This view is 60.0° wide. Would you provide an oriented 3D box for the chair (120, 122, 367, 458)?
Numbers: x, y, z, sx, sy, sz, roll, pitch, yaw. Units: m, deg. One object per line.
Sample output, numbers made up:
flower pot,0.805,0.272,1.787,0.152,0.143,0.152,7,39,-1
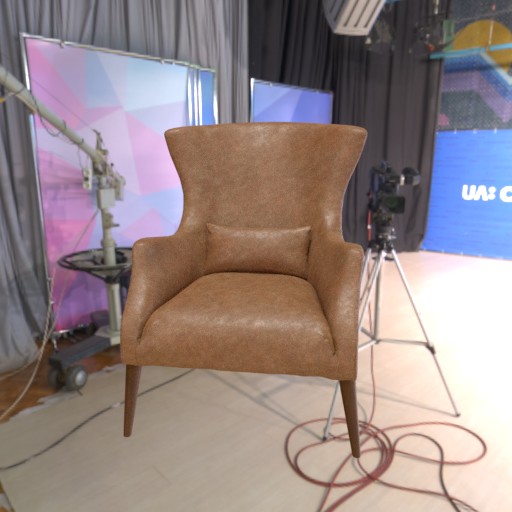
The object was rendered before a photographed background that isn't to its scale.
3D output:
chair,0.000,0.000,1.760,0.846,1.067,0.955,2,14,8
